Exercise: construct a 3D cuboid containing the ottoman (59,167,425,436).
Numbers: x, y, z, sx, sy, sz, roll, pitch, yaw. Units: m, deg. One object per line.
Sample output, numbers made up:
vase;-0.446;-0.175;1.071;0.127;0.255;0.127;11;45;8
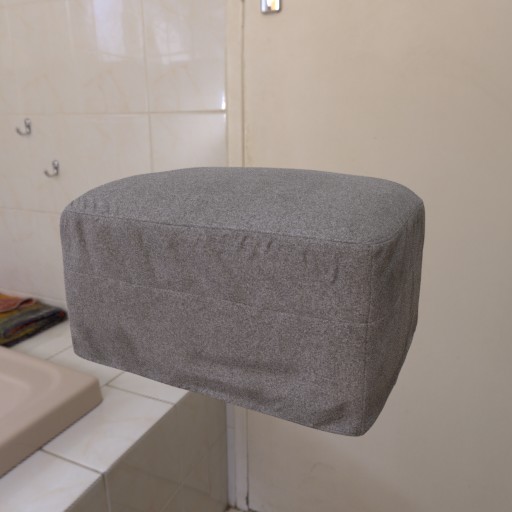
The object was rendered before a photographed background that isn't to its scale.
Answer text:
ottoman;0.000;0.000;1.236;0.837;0.481;0.683;8;18;26
